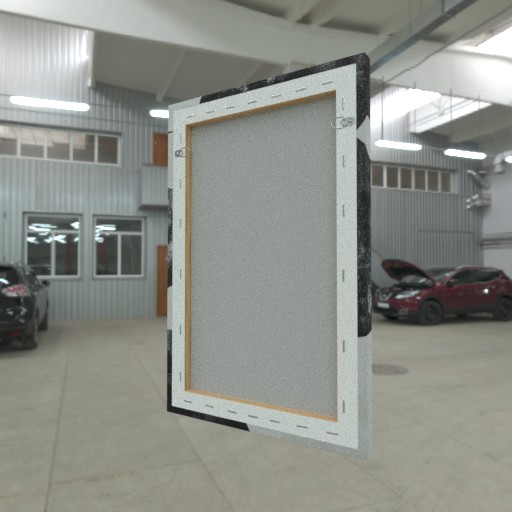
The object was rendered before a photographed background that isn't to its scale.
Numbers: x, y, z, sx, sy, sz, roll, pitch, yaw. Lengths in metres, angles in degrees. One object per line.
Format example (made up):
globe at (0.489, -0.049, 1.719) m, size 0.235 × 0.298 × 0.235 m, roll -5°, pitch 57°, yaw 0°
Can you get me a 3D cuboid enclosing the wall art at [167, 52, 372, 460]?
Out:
wall art at (0.000, 0.000, 1.173) m, size 0.610 × 0.915 × 0.041 m, roll -1°, pitch -2°, yaw 33°
